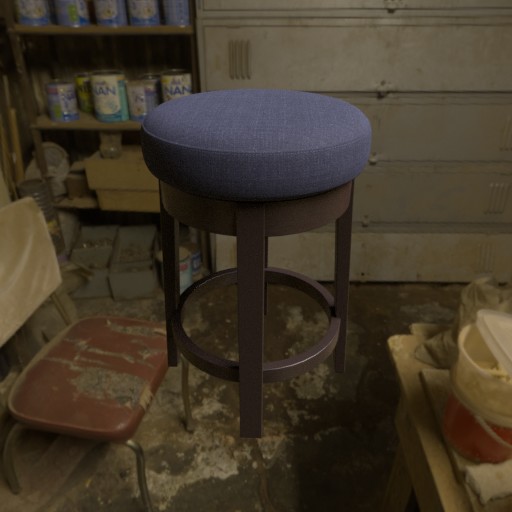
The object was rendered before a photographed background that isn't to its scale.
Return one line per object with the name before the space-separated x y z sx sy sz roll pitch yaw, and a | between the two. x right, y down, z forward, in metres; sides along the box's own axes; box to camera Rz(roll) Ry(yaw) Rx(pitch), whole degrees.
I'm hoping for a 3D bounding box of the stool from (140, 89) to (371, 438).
stool | 0.000 0.000 0.982 0.449 0.655 0.449 0 30 0
